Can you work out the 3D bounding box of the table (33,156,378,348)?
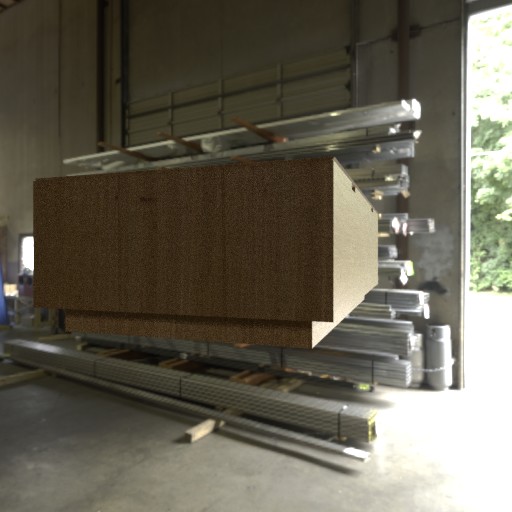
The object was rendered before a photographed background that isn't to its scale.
[{"bbox_3d":[0.000,0.000,1.413,0.678,0.353,1.110,0,0,19],"label":"table"}]
